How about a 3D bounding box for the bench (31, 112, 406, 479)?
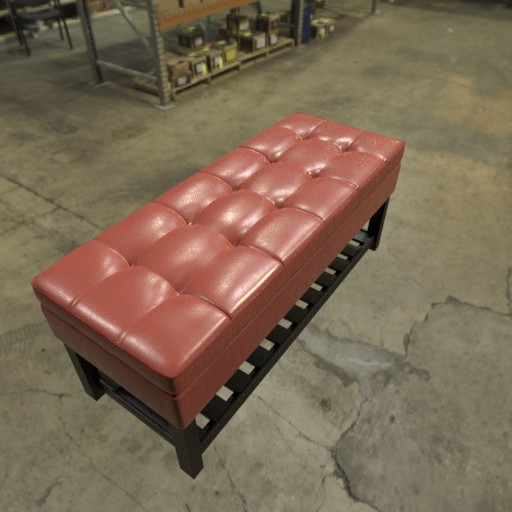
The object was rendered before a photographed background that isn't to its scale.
[{"bbox_3d":[0.000,0.000,1.330,0.432,0.460,1.105,25,47,26],"label":"bench"}]
